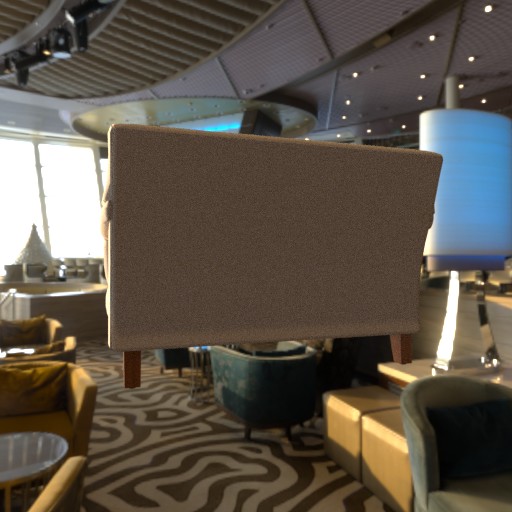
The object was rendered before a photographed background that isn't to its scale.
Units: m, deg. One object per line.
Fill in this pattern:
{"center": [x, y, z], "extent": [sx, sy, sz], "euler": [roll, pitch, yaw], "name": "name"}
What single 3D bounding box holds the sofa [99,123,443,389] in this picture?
{"center": [0.000, 0.000, 2.274], "extent": [1.508, 1.048, 1.087], "euler": [0, 0, -18], "name": "sofa"}
